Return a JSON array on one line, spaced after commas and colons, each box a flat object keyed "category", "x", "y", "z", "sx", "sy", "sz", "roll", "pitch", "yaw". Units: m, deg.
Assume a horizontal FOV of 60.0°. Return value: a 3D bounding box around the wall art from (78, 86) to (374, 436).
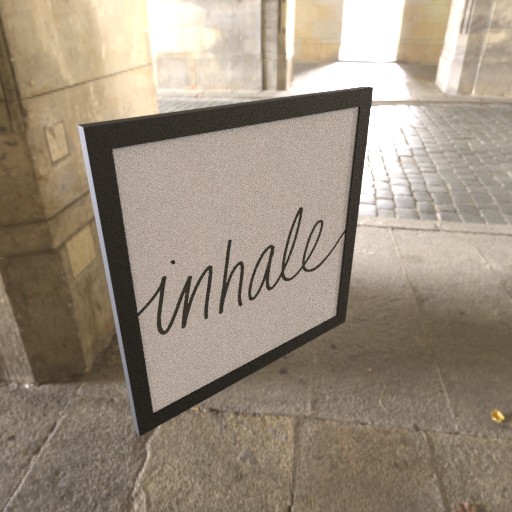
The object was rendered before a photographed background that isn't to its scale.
[{"category": "wall art", "x": 0.000, "y": 0.000, "z": 0.534, "sx": 0.356, "sy": 0.356, "sz": 0.013, "roll": -21, "pitch": 35, "yaw": -33}]
